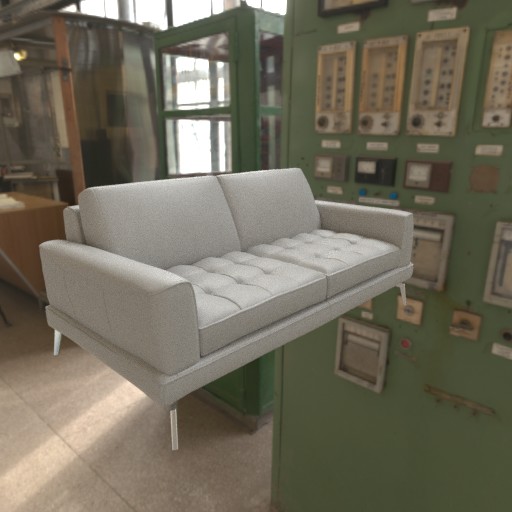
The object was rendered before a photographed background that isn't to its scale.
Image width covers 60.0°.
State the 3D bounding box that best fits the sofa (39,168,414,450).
[{"bbox_3d":[0.000,0.000,2.694,1.121,0.930,2.177,15,21,41],"label":"sofa"}]
